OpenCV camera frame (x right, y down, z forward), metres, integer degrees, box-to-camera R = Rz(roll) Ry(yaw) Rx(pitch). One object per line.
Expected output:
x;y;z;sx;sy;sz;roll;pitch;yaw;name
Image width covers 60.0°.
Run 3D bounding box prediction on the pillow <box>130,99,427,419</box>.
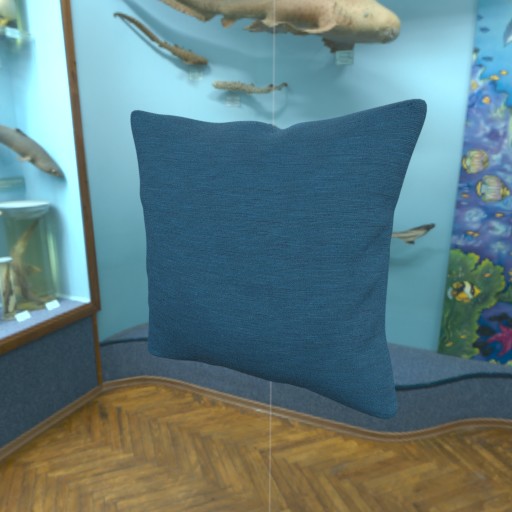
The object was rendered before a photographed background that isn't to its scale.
0.000;0.000;0.650;0.437;0.420;0.177;7;17;26;pillow
